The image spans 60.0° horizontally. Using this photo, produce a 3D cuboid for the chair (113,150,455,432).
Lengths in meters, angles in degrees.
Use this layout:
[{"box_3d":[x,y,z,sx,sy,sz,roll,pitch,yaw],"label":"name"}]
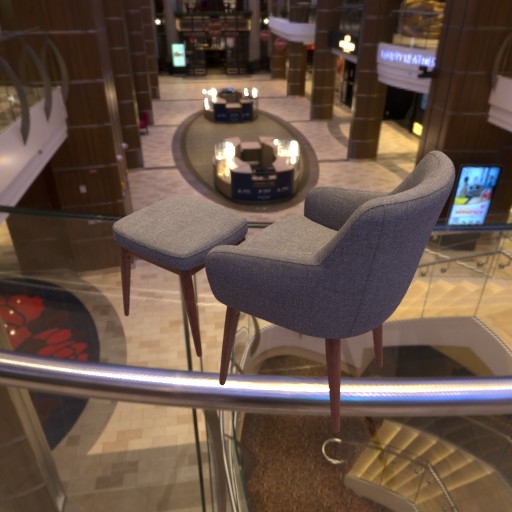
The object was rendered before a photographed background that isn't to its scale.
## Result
[{"box_3d":[0.000,0.000,1.501,1.107,0.799,0.584,21,36,31],"label":"chair"}]
